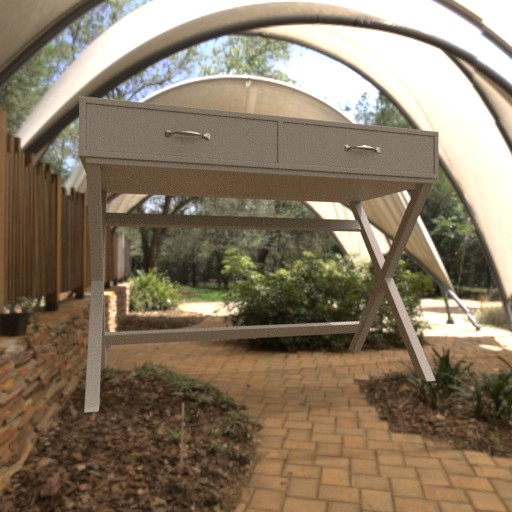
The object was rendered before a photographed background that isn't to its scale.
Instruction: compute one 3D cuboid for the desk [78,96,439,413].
[{"bbox_3d":[0.000,0.000,1.472,1.057,0.780,0.525,0,-1,-17],"label":"desk"}]
